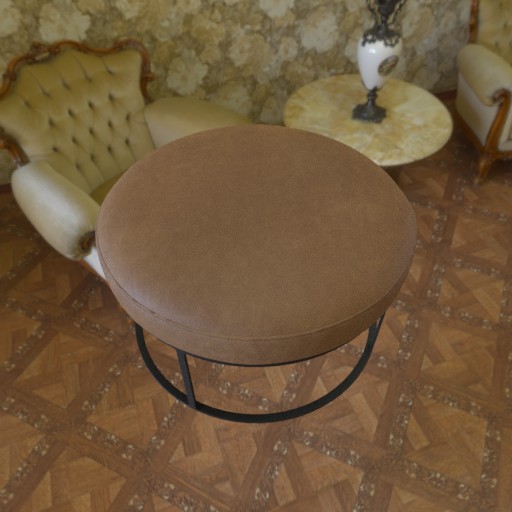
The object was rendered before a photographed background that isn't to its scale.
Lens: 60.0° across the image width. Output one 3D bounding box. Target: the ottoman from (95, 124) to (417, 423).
[{"bbox_3d":[0.000,0.000,1.210,0.771,0.460,0.771,0,46,0],"label":"ottoman"}]
